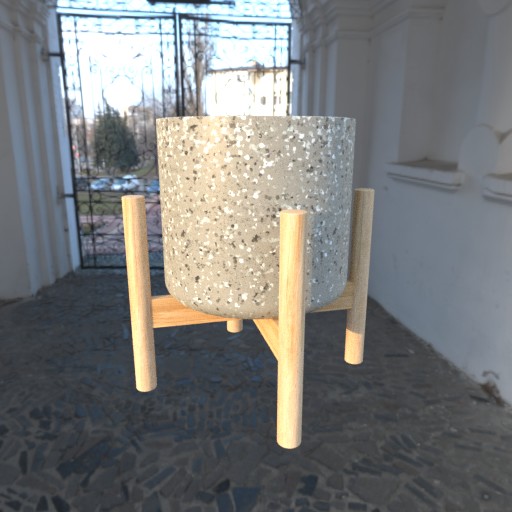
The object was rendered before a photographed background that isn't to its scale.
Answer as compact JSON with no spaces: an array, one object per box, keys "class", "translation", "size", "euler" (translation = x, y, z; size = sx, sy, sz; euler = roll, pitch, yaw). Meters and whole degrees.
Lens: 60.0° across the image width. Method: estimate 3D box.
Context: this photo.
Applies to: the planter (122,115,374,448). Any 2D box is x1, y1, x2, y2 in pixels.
[{"class":"planter","translation":[0.000,0.000,0.546],"size":[0.284,0.320,0.284],"euler":[2,15,8]}]
